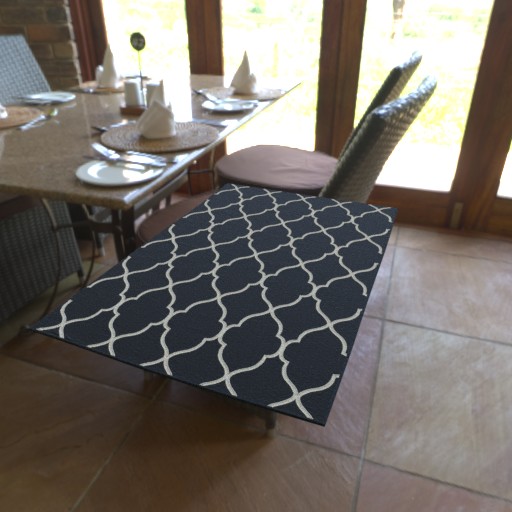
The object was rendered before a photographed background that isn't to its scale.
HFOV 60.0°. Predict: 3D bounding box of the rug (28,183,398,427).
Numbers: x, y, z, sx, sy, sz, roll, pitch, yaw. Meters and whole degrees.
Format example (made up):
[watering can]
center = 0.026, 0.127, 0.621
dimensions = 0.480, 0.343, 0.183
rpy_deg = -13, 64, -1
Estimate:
[rug]
center = 0.000, 0.000, 2.866
dimensions = 1.526, 0.014, 2.290
rpy_deg = 11, 31, 19
